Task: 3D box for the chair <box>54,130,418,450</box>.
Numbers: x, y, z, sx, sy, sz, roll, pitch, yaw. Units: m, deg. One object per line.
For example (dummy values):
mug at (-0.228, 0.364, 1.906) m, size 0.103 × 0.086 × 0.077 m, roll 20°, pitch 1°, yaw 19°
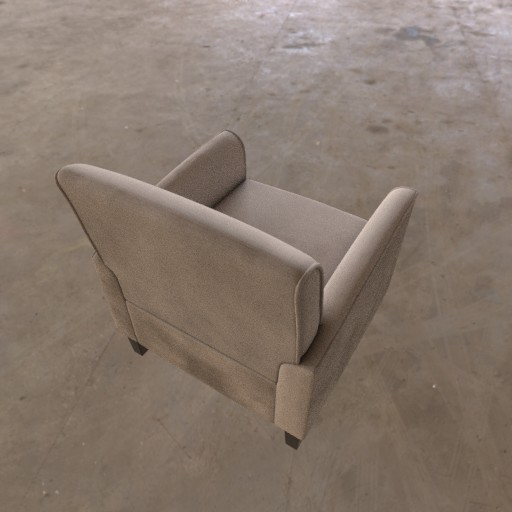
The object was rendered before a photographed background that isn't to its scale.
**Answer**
chair at (0.000, 0.000, 1.545) m, size 0.820 × 0.915 × 0.821 m, roll 24°, pitch 49°, yaw 23°
